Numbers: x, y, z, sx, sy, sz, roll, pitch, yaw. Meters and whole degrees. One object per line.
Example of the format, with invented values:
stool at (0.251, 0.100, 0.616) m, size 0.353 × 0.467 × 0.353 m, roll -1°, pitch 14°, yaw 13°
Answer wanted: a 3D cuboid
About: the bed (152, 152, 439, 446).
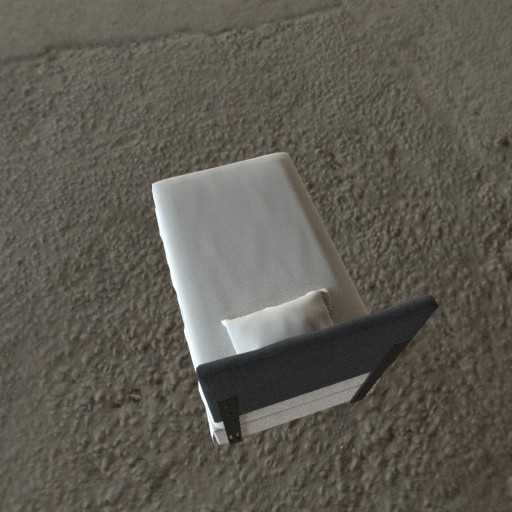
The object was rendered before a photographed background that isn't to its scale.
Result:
bed at (0.000, 0.000, 3.080) m, size 1.261 × 1.571 × 1.997 m, roll -15°, pitch 59°, yaw -9°
